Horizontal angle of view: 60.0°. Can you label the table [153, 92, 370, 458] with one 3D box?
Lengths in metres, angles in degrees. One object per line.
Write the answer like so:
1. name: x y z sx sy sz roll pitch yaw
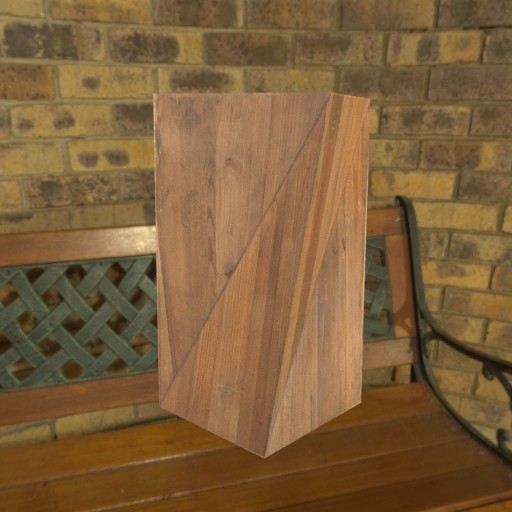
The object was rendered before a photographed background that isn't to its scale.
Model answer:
1. table: 0.000 0.000 0.897 0.441 0.604 0.425 -16 24 -42
